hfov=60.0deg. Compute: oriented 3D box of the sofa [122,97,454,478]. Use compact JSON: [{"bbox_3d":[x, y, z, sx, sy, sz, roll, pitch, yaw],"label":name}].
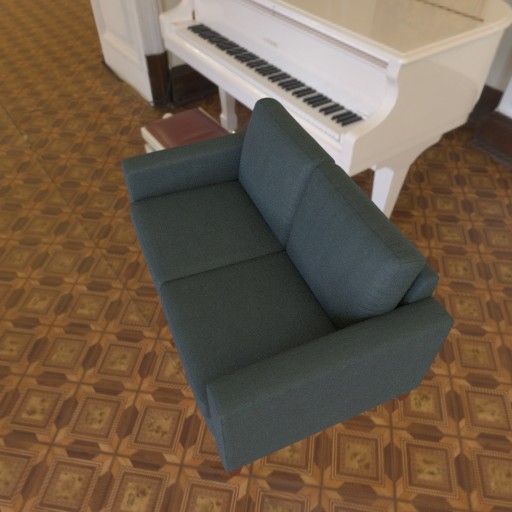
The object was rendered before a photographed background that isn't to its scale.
[{"bbox_3d":[0.000,0.000,2.069,0.955,0.903,1.489,-17,49,-16],"label":"sofa"}]
